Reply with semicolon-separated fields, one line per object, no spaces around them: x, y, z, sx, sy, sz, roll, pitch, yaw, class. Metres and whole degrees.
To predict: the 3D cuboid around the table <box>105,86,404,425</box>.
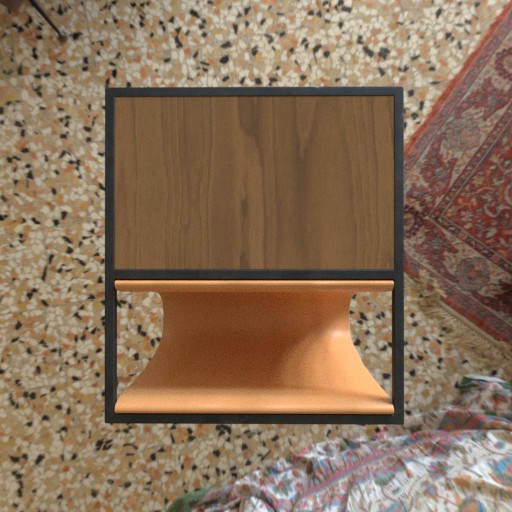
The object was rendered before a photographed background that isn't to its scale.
0.000;0.000;0.854;0.399;0.536;0.450;0;90;1;table
